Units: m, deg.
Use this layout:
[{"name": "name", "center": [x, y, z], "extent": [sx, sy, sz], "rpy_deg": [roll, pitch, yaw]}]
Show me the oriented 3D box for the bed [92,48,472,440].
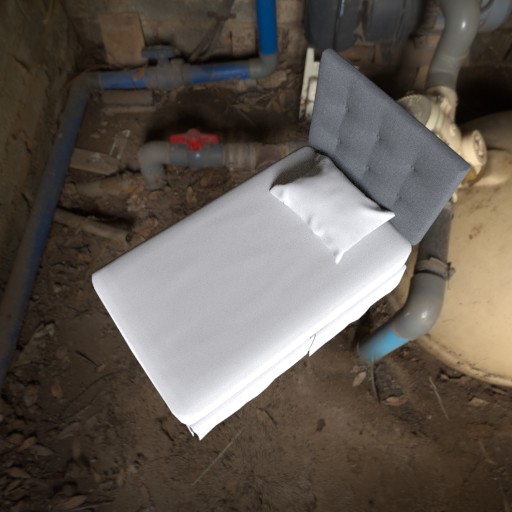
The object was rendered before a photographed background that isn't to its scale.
[{"name": "bed", "center": [0.000, 0.000, 2.933], "extent": [1.997, 1.571, 1.261], "rpy_deg": [-34, 68, -15]}]
